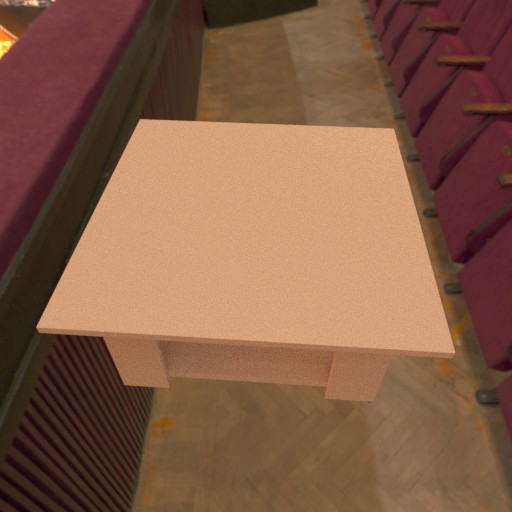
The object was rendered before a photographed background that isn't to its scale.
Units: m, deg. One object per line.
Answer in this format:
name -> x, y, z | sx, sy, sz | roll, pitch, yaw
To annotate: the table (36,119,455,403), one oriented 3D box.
table -> 0.000, 0.000, 1.048 | 0.670, 0.305, 0.670 | 3, 46, 3
